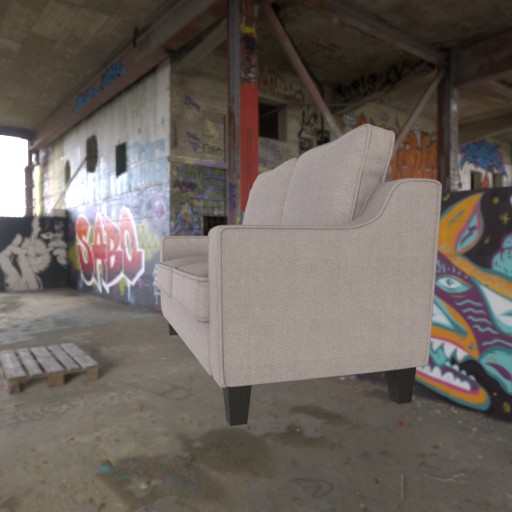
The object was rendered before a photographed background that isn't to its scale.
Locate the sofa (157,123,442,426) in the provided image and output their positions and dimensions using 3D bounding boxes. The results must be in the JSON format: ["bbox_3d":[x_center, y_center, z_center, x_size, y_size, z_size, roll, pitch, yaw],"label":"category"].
[{"bbox_3d":[0.000,0.000,2.035,0.791,0.948,1.500,0,1,-18],"label":"sofa"}]
